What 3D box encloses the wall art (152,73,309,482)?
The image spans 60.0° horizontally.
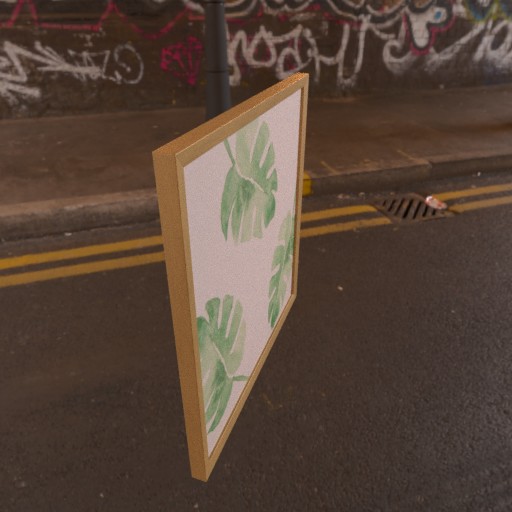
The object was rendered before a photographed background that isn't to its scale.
[{"bbox_3d":[0.000,0.000,1.125,0.037,0.763,0.763,11,32,17],"label":"wall art"}]
